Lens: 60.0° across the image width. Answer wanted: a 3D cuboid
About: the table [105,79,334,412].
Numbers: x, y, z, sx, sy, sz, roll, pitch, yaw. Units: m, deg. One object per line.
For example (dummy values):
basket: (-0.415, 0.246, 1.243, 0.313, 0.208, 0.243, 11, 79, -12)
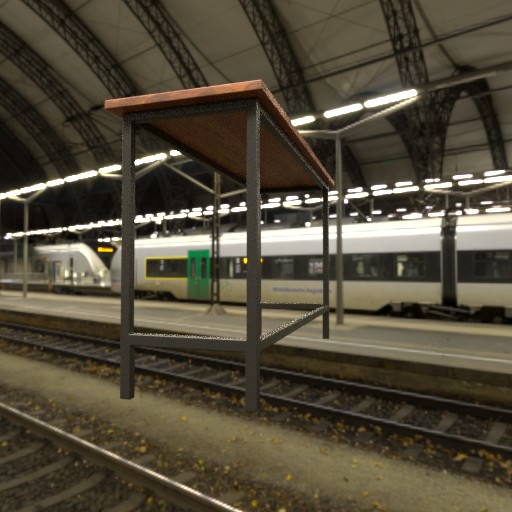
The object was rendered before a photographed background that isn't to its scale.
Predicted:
table: (0.000, 0.000, 1.599, 0.408, 0.740, 1.204, -1, -2, 18)
